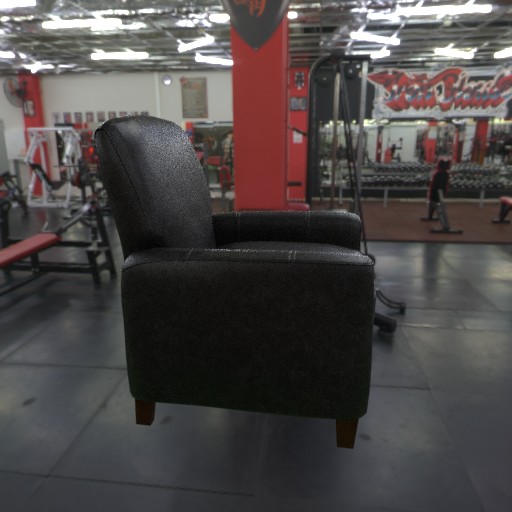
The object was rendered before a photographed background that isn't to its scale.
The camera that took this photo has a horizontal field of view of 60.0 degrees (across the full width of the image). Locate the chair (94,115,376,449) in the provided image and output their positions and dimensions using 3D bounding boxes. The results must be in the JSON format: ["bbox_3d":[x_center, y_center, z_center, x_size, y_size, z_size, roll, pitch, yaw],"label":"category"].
[{"bbox_3d":[0.000,0.000,1.661,0.864,1.014,0.848,3,15,9],"label":"chair"}]
